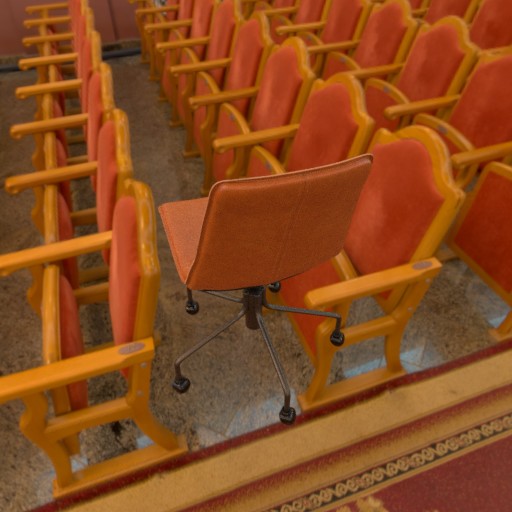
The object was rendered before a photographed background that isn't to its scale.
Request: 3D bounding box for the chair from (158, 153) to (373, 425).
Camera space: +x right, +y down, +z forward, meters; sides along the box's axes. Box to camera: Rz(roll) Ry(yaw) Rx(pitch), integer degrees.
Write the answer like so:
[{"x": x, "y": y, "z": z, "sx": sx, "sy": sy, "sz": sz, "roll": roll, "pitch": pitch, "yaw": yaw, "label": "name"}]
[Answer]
[{"x": 0.000, "y": 0.000, "z": 1.349, "sx": 0.651, "sy": 0.920, "sz": 0.660, "roll": -13, "pitch": 43, "yaw": -14, "label": "chair"}]
